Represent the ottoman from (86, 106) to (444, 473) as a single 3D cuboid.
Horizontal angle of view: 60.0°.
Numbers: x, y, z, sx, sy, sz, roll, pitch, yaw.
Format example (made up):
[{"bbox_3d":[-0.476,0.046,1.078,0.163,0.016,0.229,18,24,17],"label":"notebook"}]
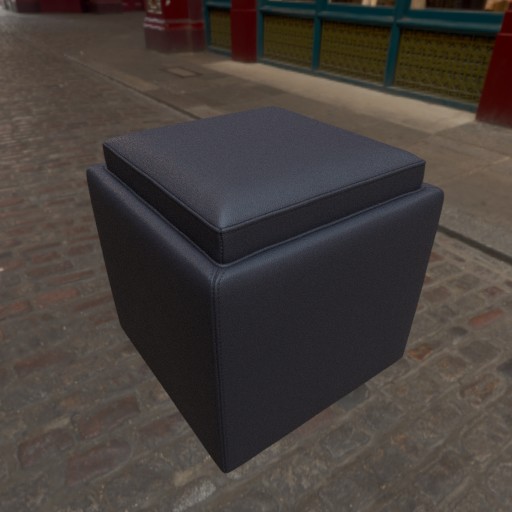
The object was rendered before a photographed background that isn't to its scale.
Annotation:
[{"bbox_3d":[0.000,0.000,0.828,0.450,0.460,0.451,-22,39,-30],"label":"ottoman"}]
